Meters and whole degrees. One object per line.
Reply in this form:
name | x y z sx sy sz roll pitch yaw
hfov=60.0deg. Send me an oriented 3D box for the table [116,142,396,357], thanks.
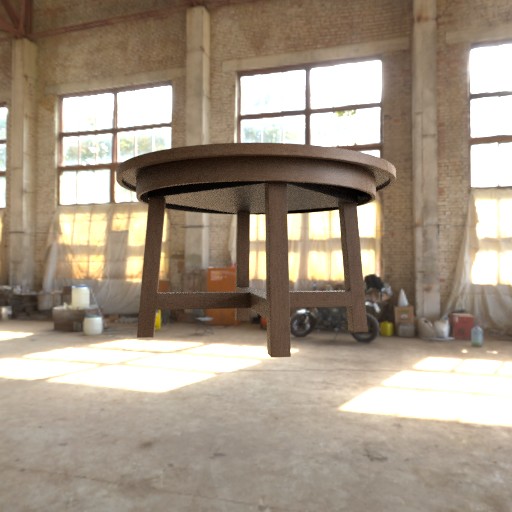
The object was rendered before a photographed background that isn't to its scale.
table | 0.000 0.000 2.186 1.319 0.762 1.319 0 -1 0
